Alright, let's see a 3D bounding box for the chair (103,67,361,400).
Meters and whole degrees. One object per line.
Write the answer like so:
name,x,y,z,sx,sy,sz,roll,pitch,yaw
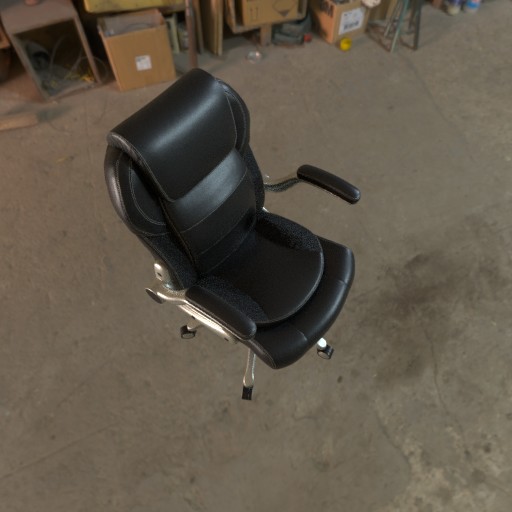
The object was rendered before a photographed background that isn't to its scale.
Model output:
chair,0.000,0.000,1.690,0.801,1.141,0.724,31,62,19
